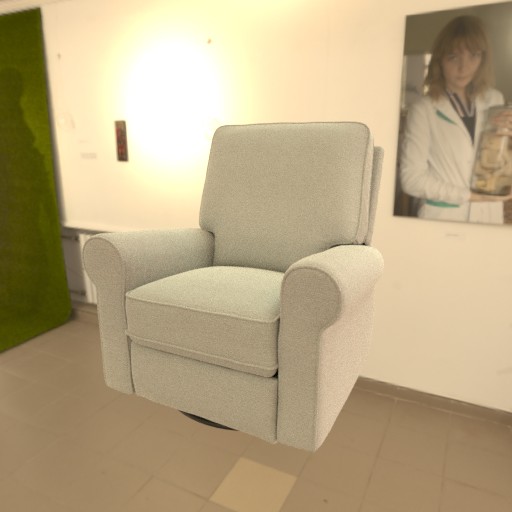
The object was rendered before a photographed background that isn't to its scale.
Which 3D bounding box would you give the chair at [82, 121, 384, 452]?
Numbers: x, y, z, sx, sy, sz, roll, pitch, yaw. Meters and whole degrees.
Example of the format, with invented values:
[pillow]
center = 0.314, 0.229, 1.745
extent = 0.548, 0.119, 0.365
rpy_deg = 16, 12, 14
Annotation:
[chair]
center = 0.000, 0.000, 1.635
extent = 0.890, 0.960, 0.878
rpy_deg = 7, 17, 25
